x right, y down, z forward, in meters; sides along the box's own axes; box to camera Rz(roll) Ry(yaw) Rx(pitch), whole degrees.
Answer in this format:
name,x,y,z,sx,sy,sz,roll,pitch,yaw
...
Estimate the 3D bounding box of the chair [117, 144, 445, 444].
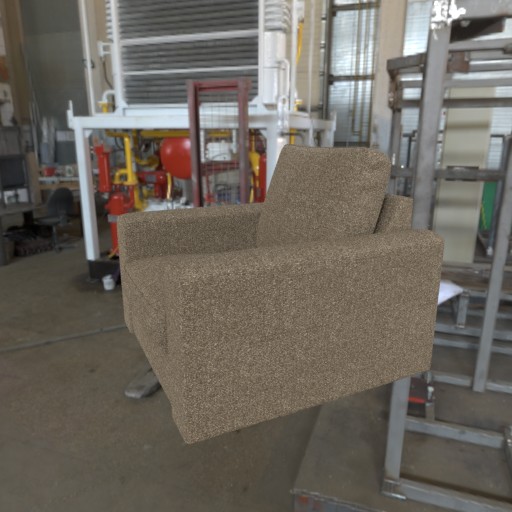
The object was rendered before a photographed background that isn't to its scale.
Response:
name,x,y,z,sx,sy,sz,roll,pitch,yaw
chair,0.000,0.000,1.818,1.016,0.873,1.005,-7,17,-25
